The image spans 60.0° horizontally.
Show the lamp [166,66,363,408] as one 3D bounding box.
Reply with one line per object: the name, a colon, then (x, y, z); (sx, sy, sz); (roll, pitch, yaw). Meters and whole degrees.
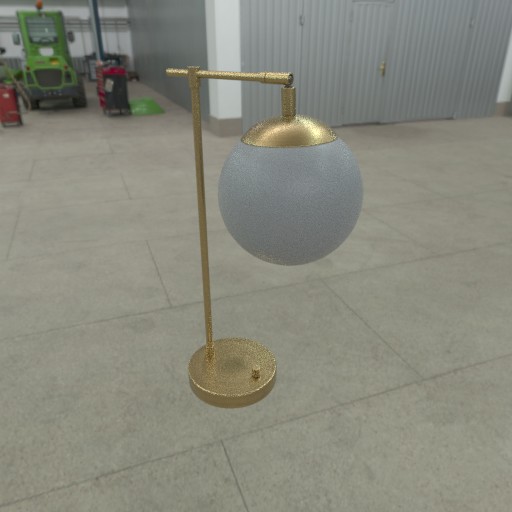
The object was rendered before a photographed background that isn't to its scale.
lamp: (0.000, 0.000, 0.719); (0.324, 0.559, 0.207); (17, 31, 30)
